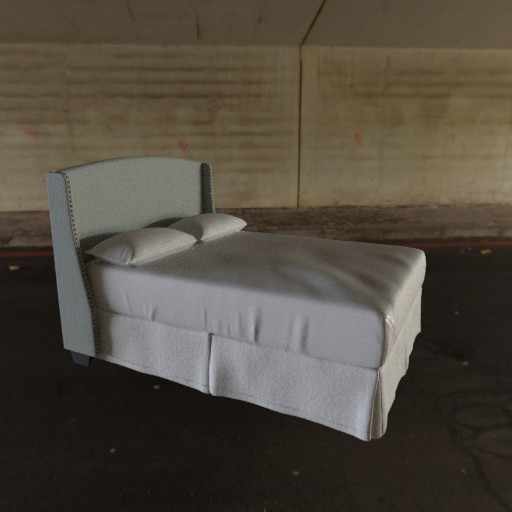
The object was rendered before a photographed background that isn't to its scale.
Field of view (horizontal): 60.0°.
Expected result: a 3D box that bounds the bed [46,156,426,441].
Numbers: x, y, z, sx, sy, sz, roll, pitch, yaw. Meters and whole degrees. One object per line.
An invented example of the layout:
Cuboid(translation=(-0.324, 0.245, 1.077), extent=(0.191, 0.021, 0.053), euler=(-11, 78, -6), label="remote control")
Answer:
Cuboid(translation=(0.000, 0.000, 3.258), extent=(2.237, 1.407, 1.710), euler=(7, 16, 26), label="bed")
